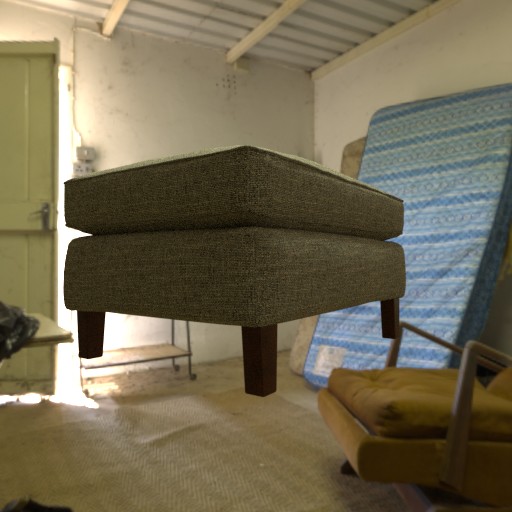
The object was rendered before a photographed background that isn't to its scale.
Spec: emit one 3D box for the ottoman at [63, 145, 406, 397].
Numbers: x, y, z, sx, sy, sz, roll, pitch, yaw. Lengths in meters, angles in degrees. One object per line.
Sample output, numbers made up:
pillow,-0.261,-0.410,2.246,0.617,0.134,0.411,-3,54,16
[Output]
ottoman,0.000,0.000,0.994,0.508,0.406,0.686,0,-1,35
